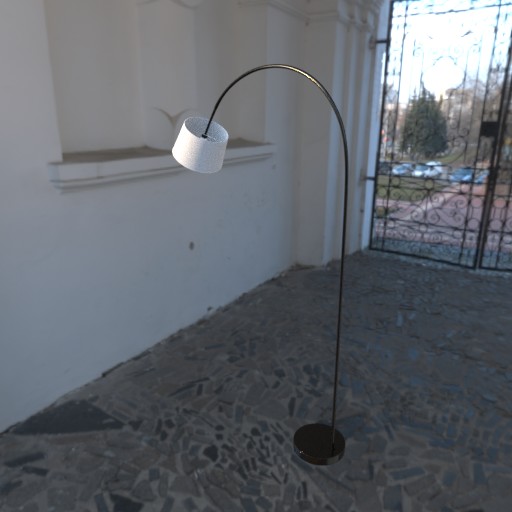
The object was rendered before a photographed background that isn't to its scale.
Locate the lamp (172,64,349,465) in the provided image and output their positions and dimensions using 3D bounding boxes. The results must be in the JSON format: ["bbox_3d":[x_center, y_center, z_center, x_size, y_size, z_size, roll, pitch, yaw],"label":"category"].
[{"bbox_3d":[0.000,0.000,2.659,0.331,2.104,1.363,-16,23,-42],"label":"lamp"}]
